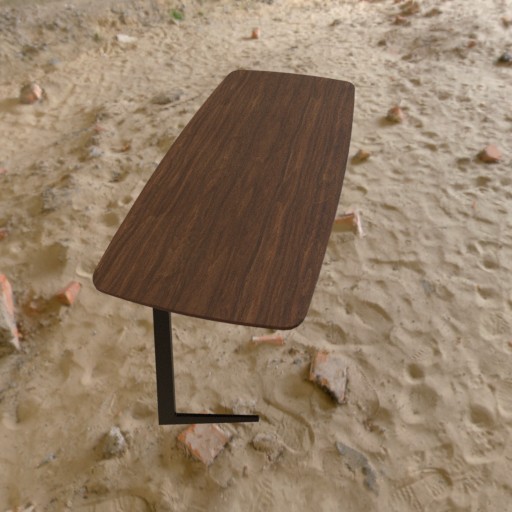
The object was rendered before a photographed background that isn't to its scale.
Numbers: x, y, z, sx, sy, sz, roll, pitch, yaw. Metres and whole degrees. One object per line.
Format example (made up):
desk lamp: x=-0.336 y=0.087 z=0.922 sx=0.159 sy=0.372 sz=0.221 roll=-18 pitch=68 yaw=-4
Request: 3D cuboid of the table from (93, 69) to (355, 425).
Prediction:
table: x=0.000 y=0.000 z=1.102 sx=0.361 sy=0.576 sz=0.804 roll=10 pitch=47 yaw=10
